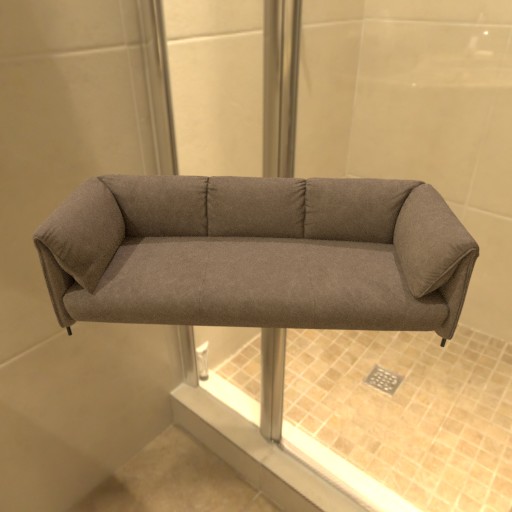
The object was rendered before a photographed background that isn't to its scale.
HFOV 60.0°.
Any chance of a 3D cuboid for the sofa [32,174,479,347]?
[{"bbox_3d":[0.000,0.000,2.690,2.238,0.758,0.899,1,31,2],"label":"sofa"}]
